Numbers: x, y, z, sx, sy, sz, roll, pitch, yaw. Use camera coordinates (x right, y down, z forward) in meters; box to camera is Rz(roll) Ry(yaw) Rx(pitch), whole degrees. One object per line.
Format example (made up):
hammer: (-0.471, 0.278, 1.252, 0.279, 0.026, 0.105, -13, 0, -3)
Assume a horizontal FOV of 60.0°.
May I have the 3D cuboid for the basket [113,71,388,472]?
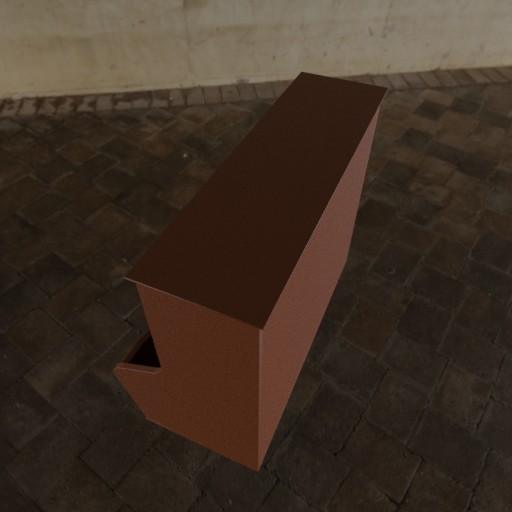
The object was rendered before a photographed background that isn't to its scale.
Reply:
basket: (0.000, 0.000, 1.142, 0.376, 0.625, 0.792, 18, 49, 16)
